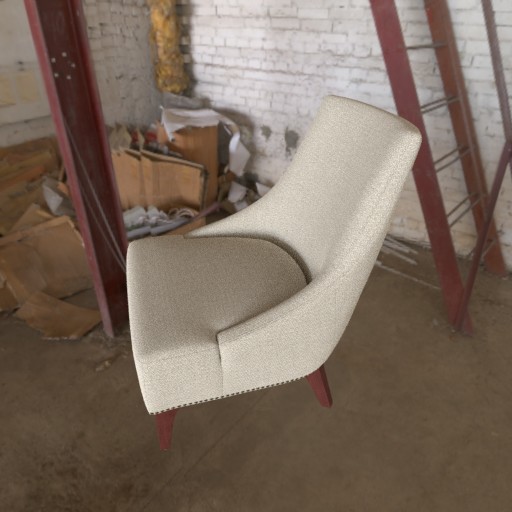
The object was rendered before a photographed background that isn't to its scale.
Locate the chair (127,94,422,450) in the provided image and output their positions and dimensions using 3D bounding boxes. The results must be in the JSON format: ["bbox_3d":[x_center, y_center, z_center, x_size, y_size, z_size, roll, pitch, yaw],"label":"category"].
[{"bbox_3d":[0.000,0.000,1.484,0.861,0.909,0.701,-8,32,-14],"label":"chair"}]
